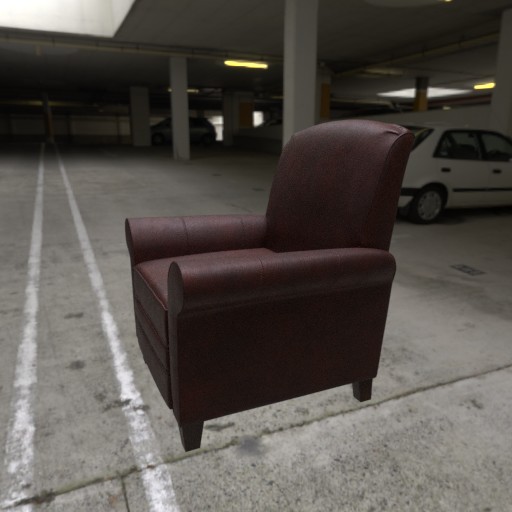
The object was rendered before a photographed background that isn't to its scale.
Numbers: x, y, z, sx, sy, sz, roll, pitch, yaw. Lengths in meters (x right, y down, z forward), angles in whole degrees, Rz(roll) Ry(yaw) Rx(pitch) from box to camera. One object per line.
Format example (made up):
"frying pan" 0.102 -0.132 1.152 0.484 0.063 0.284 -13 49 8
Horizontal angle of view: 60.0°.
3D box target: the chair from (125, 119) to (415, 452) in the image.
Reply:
"chair" 0.000 0.000 1.778 0.902 1.061 0.978 -6 15 -24
